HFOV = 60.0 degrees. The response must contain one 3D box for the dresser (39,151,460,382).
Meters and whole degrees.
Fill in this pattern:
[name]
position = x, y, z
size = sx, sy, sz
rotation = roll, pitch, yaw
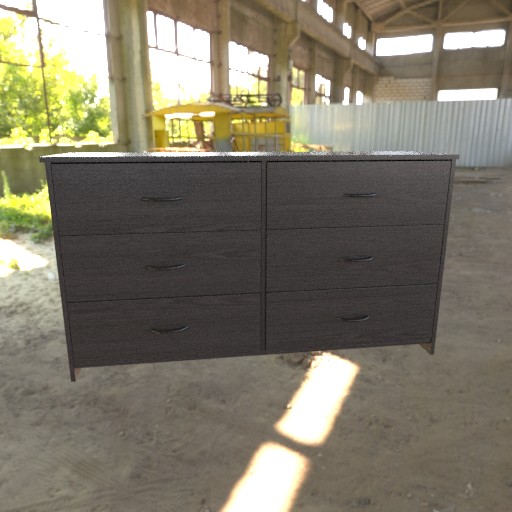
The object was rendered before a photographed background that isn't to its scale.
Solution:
[dresser]
position = 0.000, 0.000, 1.678
size = 1.360, 0.755, 0.401
rotation = -2, 15, -8
